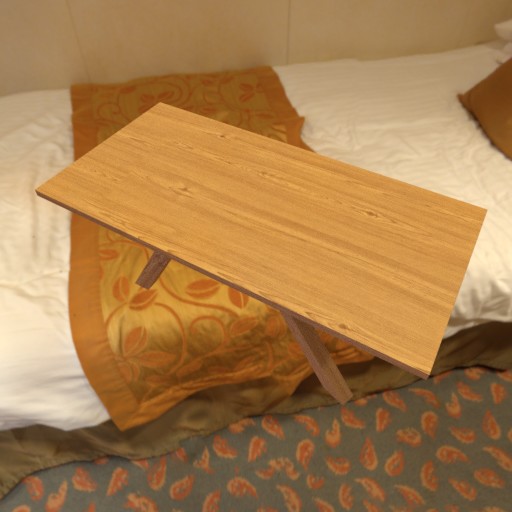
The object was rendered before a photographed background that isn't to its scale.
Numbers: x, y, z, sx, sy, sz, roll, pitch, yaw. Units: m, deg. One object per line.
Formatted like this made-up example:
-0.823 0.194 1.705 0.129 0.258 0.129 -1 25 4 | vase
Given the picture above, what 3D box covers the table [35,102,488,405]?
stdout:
0.000 0.000 2.240 1.797 0.750 0.901 24 52 20 | table
